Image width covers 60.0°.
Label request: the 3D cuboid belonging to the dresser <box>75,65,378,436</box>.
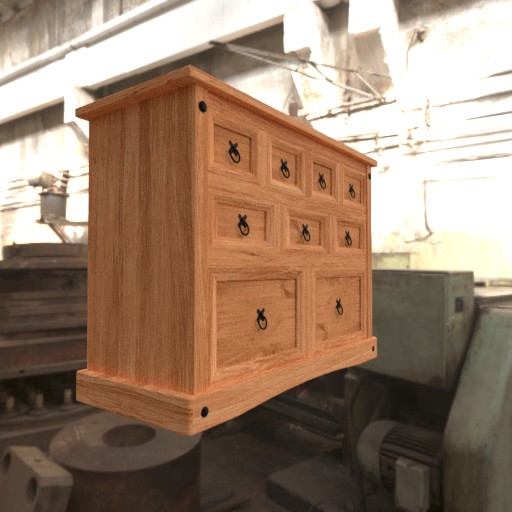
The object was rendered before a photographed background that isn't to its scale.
[{"bbox_3d":[0.000,0.000,1.390,0.410,0.740,0.990,-1,-2,37],"label":"dresser"}]
